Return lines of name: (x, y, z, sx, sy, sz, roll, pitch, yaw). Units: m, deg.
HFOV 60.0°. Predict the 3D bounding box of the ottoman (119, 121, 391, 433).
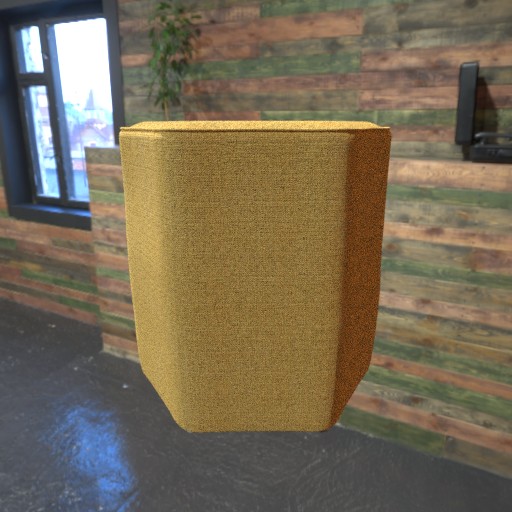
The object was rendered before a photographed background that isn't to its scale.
ottoman: (0.000, 0.000, 0.865, 0.443, 0.502, 0.494, 9, 19, 28)
